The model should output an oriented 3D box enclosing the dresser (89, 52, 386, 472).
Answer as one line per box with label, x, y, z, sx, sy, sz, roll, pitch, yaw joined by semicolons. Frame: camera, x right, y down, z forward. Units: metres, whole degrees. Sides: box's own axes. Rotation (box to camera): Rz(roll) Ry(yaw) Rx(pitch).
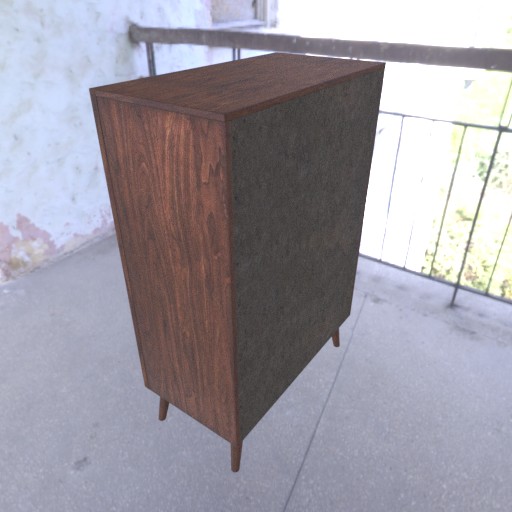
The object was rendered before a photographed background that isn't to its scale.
dresser;0.000;0.000;1.767;0.498;1.365;0.919;21;37;30
